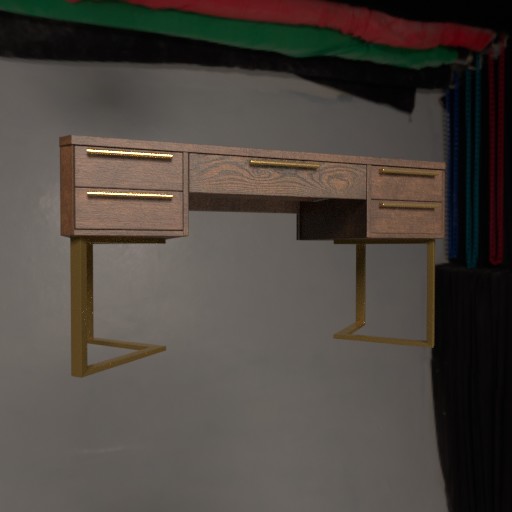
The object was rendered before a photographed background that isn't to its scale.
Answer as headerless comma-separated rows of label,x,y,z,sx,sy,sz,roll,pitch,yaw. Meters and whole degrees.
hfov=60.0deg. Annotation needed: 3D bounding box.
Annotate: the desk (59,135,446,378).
desk,0.000,0.000,1.889,1.479,0.762,0.684,0,1,-18
